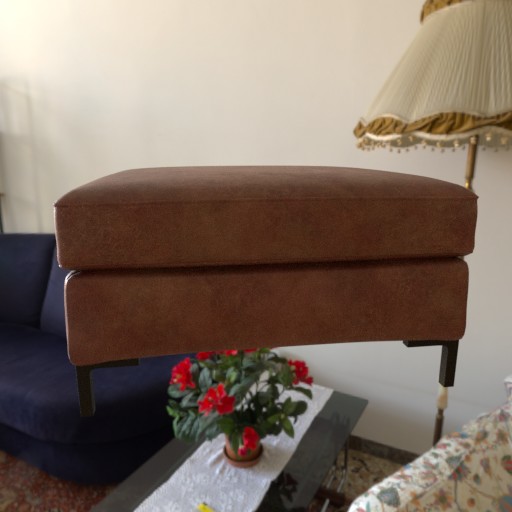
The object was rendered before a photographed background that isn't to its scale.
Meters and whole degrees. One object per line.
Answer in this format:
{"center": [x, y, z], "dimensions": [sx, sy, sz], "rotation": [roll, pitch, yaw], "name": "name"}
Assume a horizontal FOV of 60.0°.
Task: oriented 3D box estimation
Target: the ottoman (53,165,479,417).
{"center": [0.000, 0.000, 1.696], "dimensions": [1.186, 0.667, 0.965], "rotation": [-2, 14, -8], "name": "ottoman"}
